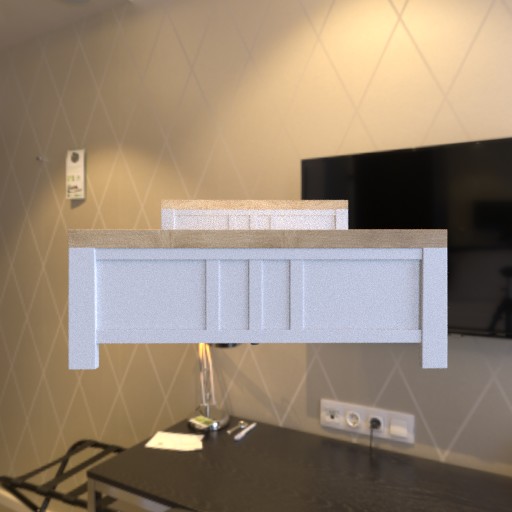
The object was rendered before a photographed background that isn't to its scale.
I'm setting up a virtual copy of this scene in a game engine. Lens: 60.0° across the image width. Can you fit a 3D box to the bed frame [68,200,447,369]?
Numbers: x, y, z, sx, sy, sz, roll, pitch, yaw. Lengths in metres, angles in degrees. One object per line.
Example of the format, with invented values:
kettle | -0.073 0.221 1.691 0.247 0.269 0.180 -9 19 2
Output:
bed frame | 0.000 0.000 2.971 1.670 0.980 2.050 0 0 -1
